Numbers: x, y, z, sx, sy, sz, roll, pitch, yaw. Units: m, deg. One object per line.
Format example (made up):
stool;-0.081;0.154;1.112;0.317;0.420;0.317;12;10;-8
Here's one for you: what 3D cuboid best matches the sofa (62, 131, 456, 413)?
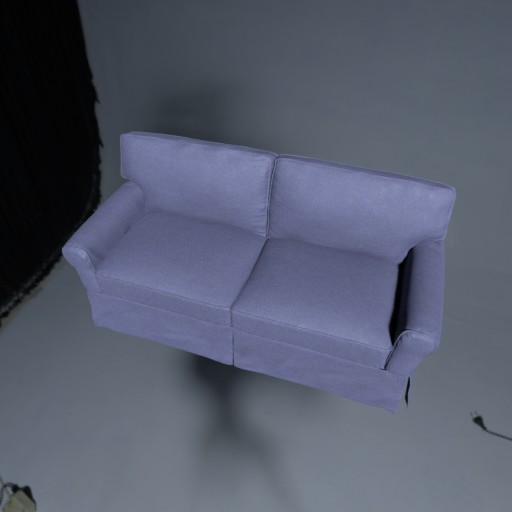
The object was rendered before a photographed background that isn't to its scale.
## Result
sofa;0.000;0.000;2.830;2.256;1.094;0.983;13;44;14
